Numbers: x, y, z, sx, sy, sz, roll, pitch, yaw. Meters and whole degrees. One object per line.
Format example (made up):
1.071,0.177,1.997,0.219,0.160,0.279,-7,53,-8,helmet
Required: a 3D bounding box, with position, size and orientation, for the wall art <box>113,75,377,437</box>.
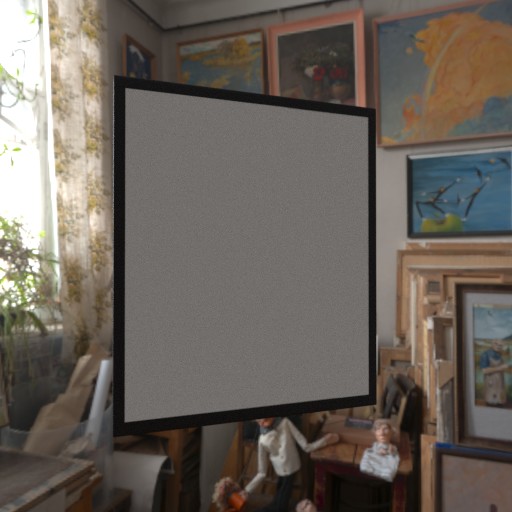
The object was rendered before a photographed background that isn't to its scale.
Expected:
0.000,0.000,0.701,0.430,0.509,0.021,0,-1,-19,wall art
